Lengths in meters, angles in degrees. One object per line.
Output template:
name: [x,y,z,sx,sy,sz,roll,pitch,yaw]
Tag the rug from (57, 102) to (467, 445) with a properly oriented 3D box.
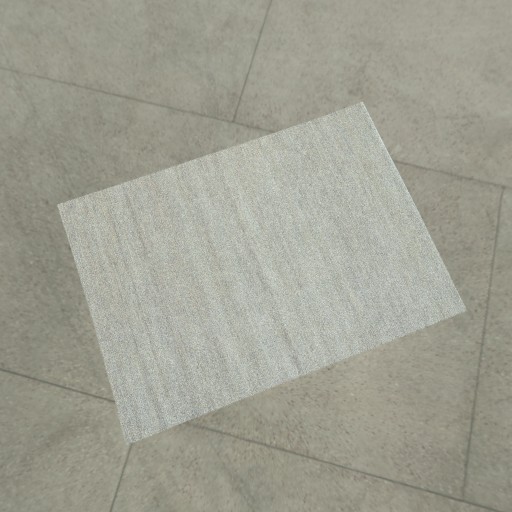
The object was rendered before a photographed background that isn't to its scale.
rug: [0.000,0.000,2.899,2.264,0.030,1.624,-20,76,-5]
